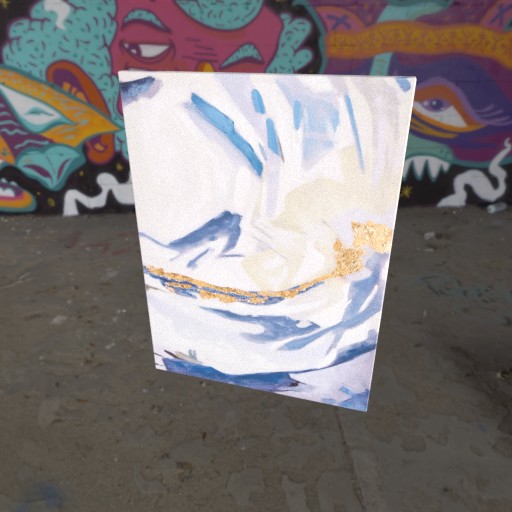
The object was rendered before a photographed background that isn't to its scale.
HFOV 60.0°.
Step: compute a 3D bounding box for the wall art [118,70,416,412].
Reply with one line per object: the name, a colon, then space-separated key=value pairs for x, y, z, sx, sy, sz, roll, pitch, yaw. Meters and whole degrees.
wall art: x=0.000 y=0.000 z=1.330 sx=0.761 sy=1.015 sz=0.038 roll=7 pitch=27 yaw=14
